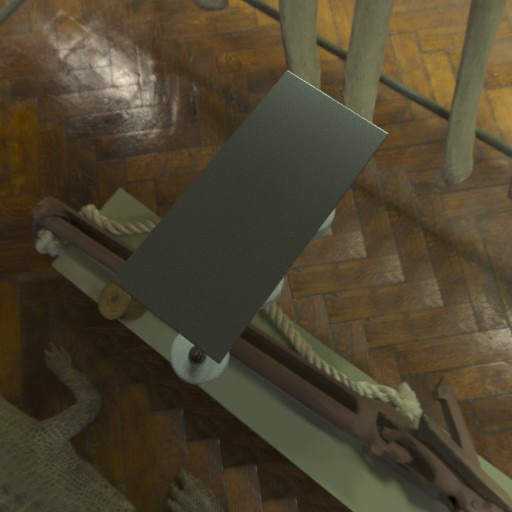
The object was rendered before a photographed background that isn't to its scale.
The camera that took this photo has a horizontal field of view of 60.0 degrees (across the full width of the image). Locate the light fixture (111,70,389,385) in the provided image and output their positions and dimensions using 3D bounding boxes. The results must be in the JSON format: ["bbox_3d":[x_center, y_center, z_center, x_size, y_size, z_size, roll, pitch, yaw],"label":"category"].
[{"bbox_3d":[0.000,0.000,0.867,0.177,0.557,0.582,36,78,9],"label":"light fixture"}]
